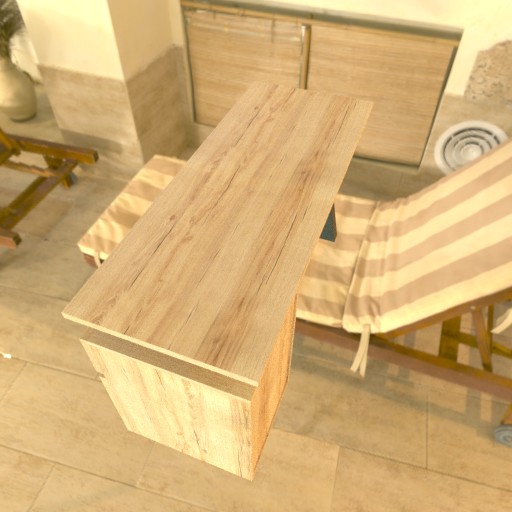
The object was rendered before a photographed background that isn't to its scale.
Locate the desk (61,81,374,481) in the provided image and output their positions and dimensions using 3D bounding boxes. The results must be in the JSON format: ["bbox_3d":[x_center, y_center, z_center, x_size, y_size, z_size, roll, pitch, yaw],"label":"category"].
[{"bbox_3d":[0.000,0.000,1.811,0.550,0.760,1.400,16,49,14],"label":"desk"}]
